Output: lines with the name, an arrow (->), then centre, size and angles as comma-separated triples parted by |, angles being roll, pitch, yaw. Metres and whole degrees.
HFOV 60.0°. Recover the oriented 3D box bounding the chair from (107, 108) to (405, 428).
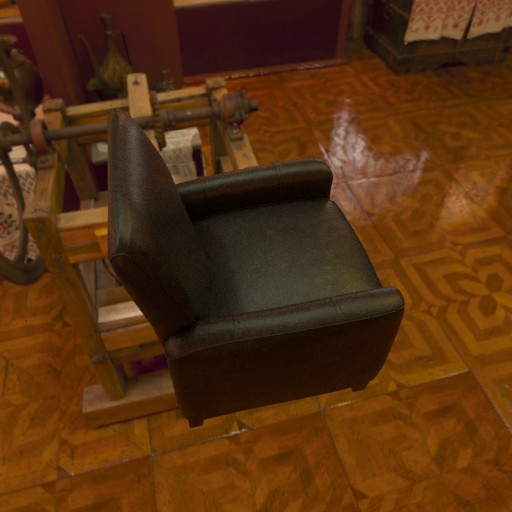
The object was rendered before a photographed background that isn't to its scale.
chair -> 0.000, 0.000, 1.638 | 0.864, 1.014, 0.848 | -10, 48, -9
